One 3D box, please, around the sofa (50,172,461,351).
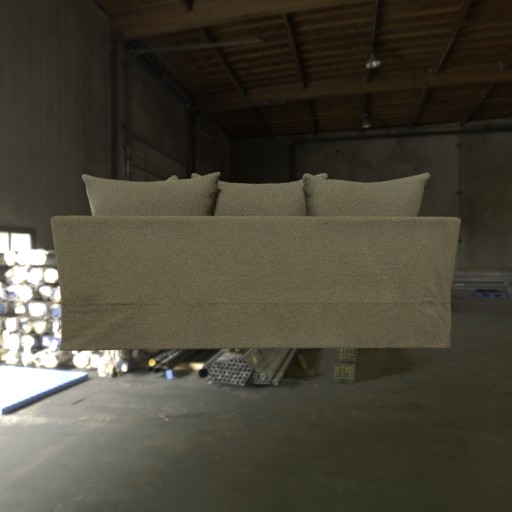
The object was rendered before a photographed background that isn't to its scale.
[{"bbox_3d":[0.000,0.000,2.939,2.290,1.034,1.031,0,0,-2],"label":"sofa"}]
